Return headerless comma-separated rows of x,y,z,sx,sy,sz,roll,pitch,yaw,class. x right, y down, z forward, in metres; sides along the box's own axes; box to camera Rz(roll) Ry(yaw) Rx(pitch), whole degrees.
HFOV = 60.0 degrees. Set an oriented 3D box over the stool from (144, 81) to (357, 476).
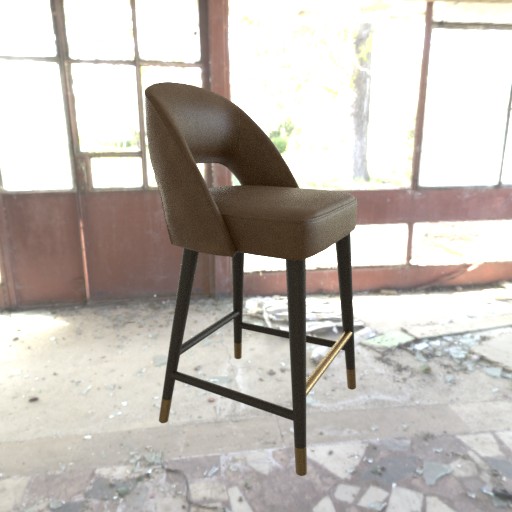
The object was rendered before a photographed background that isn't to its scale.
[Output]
0.000,0.000,1.253,0.509,0.940,0.494,8,17,27,stool
